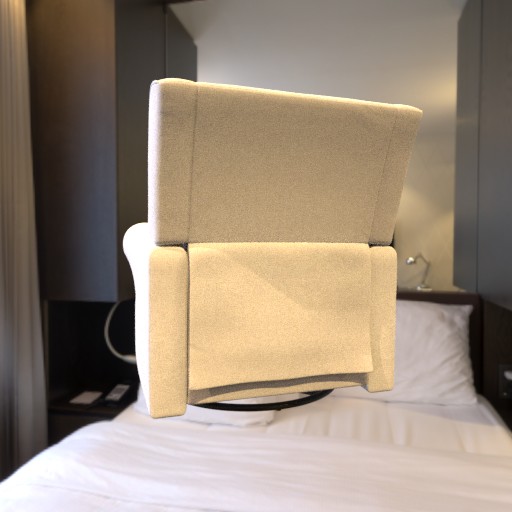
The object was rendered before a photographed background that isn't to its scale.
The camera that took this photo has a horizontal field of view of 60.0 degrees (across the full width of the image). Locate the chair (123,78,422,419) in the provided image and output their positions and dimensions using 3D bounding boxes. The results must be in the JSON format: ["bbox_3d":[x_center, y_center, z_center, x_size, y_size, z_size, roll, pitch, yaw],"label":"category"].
[{"bbox_3d":[0.000,0.000,1.610,0.906,0.967,0.854,0,2,-18],"label":"chair"}]
